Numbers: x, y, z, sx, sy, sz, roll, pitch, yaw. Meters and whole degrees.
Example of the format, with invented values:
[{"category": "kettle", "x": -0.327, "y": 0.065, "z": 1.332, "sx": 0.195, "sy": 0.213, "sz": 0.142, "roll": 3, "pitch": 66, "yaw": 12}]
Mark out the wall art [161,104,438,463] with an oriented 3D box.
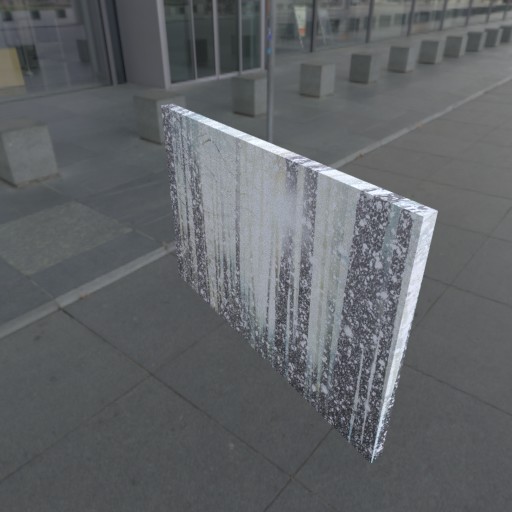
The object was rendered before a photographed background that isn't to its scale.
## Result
[{"category": "wall art", "x": 0.000, "y": 0.000, "z": 1.148, "sx": 0.038, "sy": 0.598, "sz": 0.919, "roll": -20, "pitch": 36, "yaw": -30}]
